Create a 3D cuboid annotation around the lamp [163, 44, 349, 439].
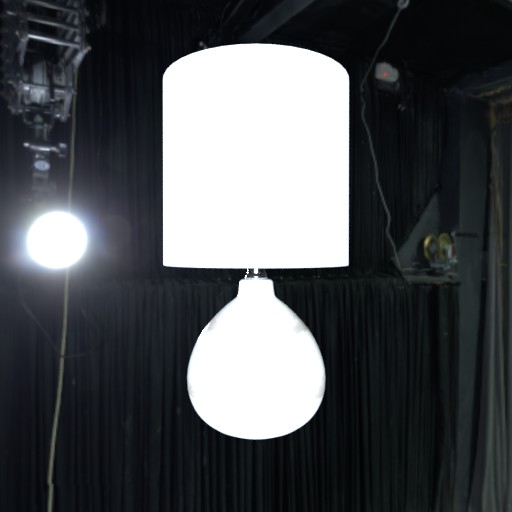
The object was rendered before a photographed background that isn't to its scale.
[{"bbox_3d":[0.000,0.000,0.529,0.217,0.404,0.217,0,1,-36],"label":"lamp"}]
